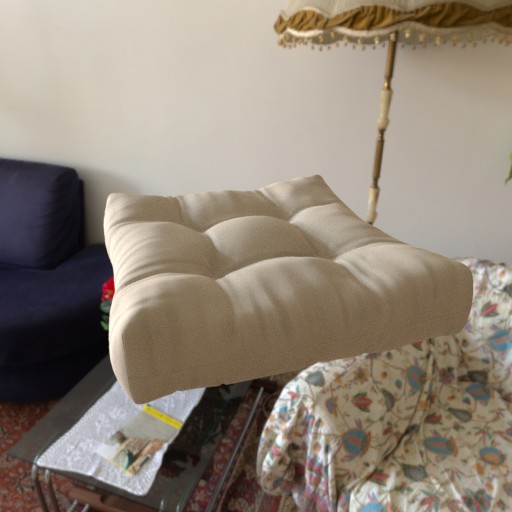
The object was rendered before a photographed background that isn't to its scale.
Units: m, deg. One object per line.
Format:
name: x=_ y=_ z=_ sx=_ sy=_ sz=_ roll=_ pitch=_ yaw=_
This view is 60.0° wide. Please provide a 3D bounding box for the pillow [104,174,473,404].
pillow: x=0.000 y=0.000 z=0.724 sx=0.468 sy=0.128 sz=0.490 roll=-8 pitch=27 yaw=-16
